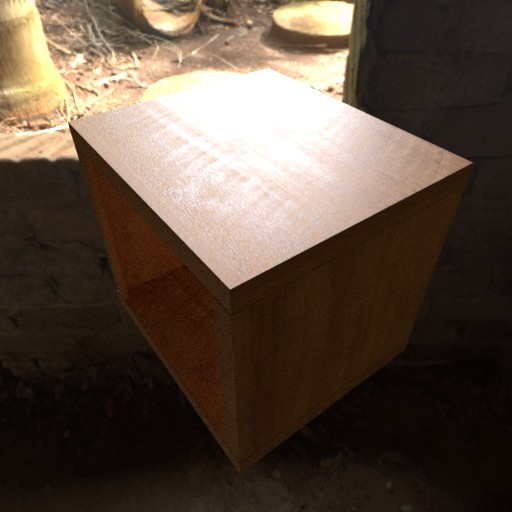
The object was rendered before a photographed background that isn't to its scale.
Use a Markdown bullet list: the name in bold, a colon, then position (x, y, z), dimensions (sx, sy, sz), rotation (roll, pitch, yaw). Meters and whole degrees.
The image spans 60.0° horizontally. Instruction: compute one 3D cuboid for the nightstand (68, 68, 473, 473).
- **nightstand**: position (0.000, 0.000, 0.864), dimensions (0.436, 0.491, 0.493), rotation (-26, 48, -26)
